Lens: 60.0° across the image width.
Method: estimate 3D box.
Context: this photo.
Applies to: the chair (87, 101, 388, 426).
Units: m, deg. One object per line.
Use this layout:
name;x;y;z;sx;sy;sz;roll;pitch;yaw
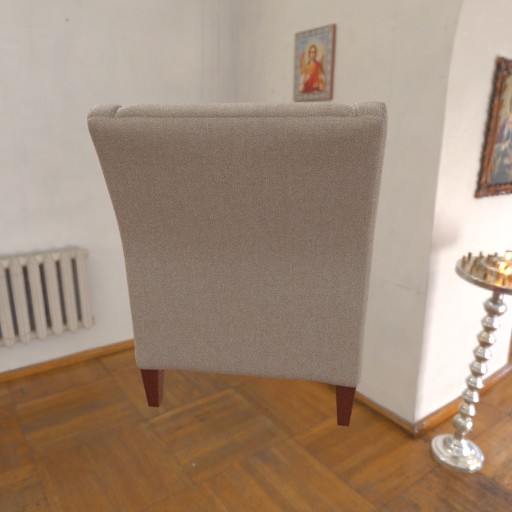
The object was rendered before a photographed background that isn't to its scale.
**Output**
chair;0.000;0.000;1.606;0.774;1.014;0.870;3;16;9
